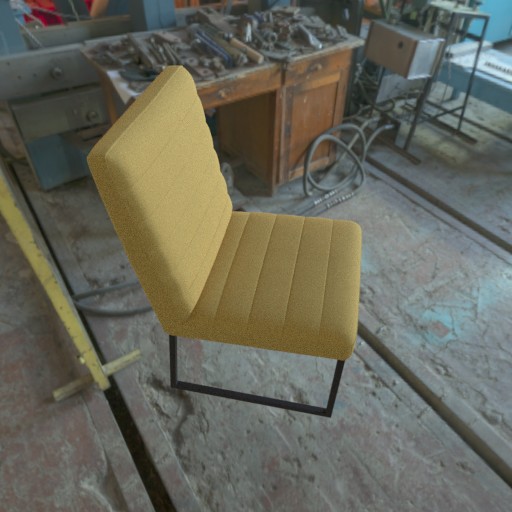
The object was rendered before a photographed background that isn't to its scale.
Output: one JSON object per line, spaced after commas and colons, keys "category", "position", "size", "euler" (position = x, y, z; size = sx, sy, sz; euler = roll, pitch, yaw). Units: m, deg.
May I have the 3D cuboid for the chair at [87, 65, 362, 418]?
{"category": "chair", "position": [0.000, 0.000, 1.345], "size": [0.634, 0.930, 0.520], "euler": [8, 44, 8]}
